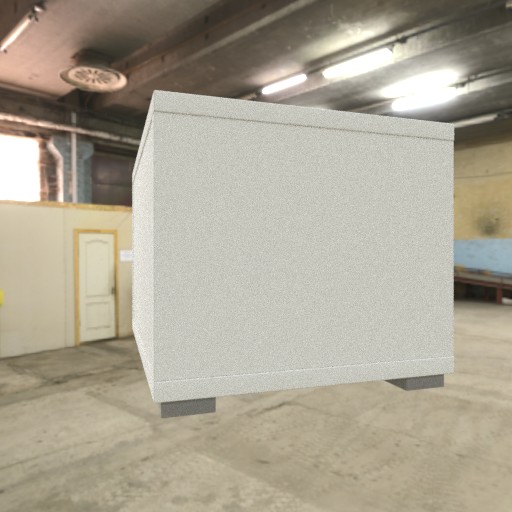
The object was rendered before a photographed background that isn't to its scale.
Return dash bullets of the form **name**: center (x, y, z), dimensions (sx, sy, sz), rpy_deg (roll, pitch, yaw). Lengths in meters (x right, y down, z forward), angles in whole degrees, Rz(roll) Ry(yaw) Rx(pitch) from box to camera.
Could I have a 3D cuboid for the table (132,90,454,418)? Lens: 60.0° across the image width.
- **table**: center (0.000, 0.000, 0.783), dimensions (0.399, 0.357, 0.517), rpy_deg (0, 0, -18)
